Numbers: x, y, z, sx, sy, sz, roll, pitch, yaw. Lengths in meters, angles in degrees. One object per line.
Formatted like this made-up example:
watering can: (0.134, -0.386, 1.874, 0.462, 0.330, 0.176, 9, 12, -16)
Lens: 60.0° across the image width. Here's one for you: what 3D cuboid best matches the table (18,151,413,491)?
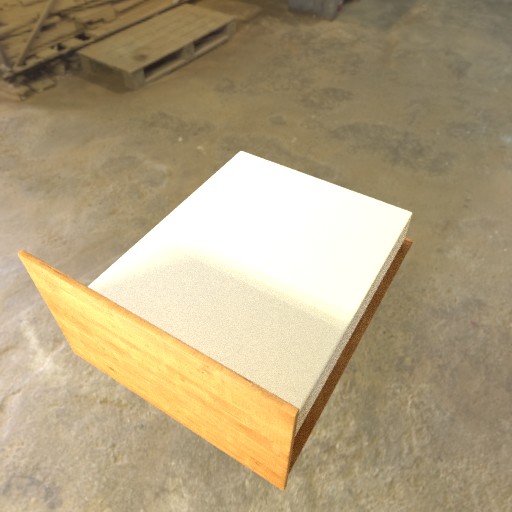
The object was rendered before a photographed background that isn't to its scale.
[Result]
table: (0.000, 0.000, 3.092, 1.707, 1.041, 2.149, 24, 52, 21)
